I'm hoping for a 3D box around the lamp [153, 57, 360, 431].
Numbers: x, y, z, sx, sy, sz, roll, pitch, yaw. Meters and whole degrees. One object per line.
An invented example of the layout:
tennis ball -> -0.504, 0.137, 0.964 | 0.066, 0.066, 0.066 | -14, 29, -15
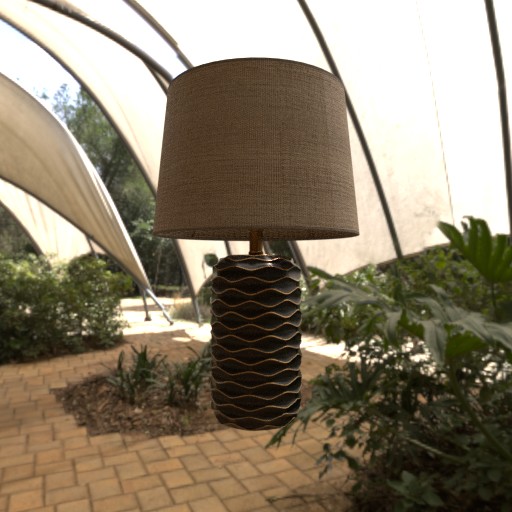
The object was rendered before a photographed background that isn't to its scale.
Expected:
lamp -> 0.000, 0.000, 0.825 | 0.376, 0.594, 0.376 | 0, -1, 0
